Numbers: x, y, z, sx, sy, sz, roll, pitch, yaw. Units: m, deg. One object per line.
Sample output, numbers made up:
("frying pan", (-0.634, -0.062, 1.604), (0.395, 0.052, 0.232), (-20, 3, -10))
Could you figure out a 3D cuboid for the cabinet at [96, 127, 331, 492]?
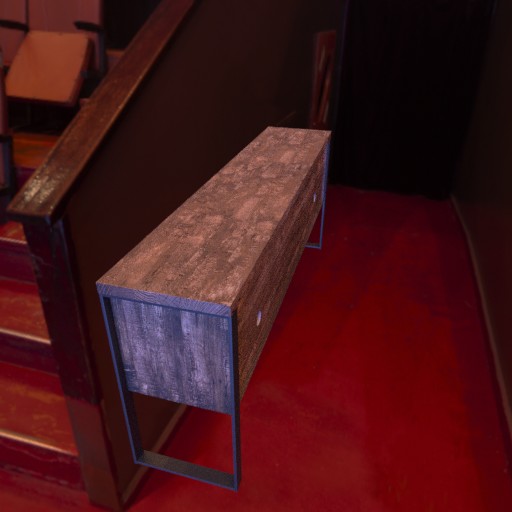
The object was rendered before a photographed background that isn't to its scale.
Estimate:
("cabinet", (0.000, 0.000, 2.080), (0.395, 0.762, 1.800), (8, 31, 14))
